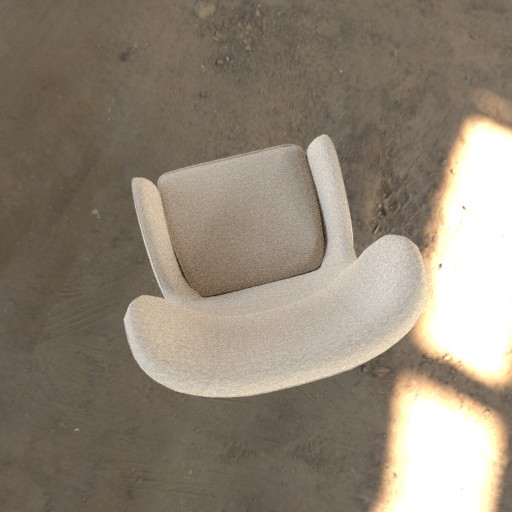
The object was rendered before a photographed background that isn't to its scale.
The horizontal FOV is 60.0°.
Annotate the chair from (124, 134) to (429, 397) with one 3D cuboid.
[{"bbox_3d":[0.000,0.000,1.764,0.861,1.064,0.984,-14,76,-4],"label":"chair"}]
